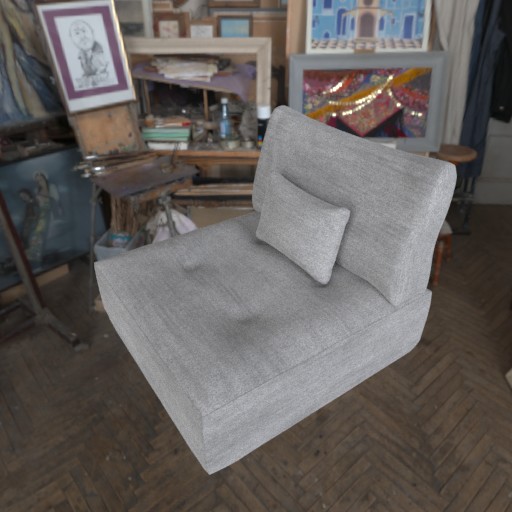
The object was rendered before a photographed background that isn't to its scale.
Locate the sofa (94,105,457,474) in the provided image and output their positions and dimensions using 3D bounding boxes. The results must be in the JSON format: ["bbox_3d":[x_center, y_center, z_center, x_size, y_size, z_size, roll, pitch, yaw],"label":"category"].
[{"bbox_3d":[0.000,0.000,1.701,1.000,0.820,0.930,-21,38,-29],"label":"sofa"}]
